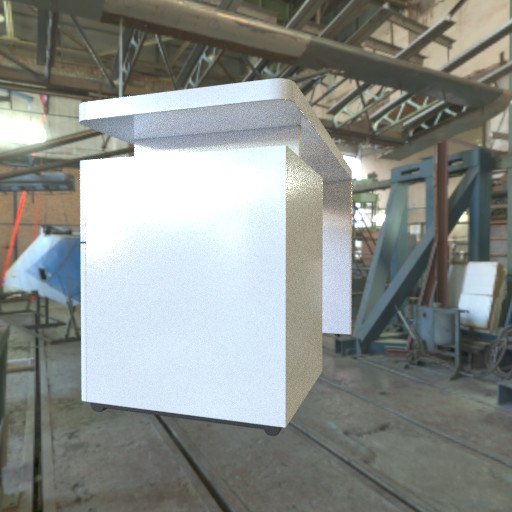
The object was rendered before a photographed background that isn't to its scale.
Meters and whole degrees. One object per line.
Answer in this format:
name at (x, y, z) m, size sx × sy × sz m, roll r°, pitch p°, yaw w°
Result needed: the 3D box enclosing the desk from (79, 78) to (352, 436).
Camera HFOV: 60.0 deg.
desk at (0.000, 0.000, 1.570) m, size 0.550 × 0.760 × 1.200 m, roll 0°, pitch 1°, yaw 18°
